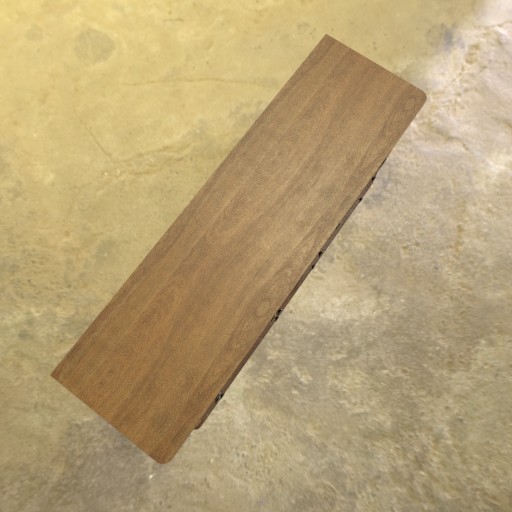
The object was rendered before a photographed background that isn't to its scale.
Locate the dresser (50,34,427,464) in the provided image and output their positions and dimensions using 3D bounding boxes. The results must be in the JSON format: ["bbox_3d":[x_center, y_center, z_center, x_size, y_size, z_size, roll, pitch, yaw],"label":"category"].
[{"bbox_3d":[0.000,0.000,1.961,0.468,0.892,1.583,35,78,8],"label":"dresser"}]
